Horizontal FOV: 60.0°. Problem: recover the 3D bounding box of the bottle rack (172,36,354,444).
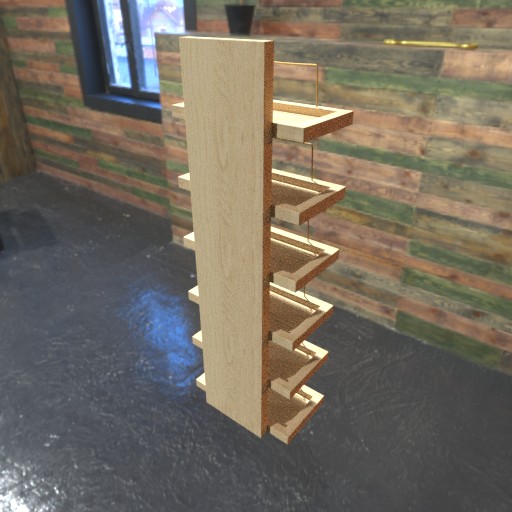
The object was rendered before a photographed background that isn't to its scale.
[{"bbox_3d":[0.000,0.000,1.061,0.330,0.943,0.206,21,36,33],"label":"bottle rack"}]
